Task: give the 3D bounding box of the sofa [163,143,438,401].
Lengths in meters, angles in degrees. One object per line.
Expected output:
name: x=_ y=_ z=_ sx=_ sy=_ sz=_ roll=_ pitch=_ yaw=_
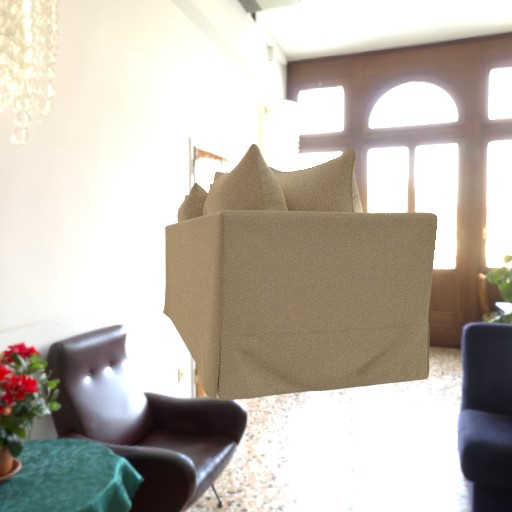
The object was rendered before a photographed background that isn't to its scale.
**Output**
sofa: x=0.000 y=0.000 z=2.876 sx=1.031 sy=1.034 sz=2.290 roll=-1 pitch=3 yaw=-17
